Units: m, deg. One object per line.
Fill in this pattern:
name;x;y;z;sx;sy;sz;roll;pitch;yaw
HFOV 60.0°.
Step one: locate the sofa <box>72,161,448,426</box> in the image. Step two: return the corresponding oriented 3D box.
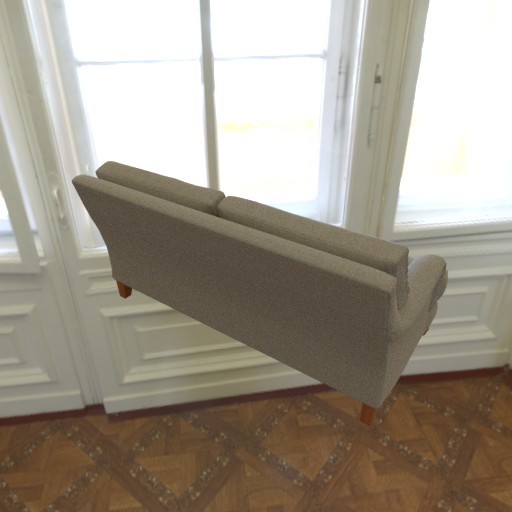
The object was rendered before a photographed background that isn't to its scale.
sofa;0.000;0.000;2.845;2.160;1.054;1.087;20;36;31
